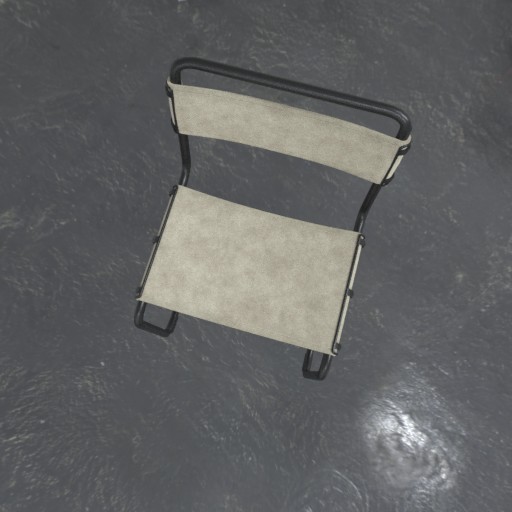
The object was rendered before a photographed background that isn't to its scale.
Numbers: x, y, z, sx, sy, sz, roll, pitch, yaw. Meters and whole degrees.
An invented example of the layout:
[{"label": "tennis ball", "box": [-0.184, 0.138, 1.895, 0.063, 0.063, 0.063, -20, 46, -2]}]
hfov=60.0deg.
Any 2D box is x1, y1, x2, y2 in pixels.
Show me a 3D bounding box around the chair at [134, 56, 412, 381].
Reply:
[{"label": "chair", "box": [0.000, 0.000, 1.106, 0.499, 0.747, 0.497, 15, 76, 4]}]
